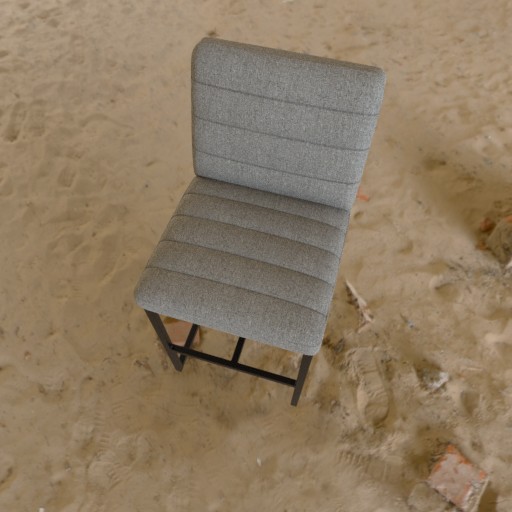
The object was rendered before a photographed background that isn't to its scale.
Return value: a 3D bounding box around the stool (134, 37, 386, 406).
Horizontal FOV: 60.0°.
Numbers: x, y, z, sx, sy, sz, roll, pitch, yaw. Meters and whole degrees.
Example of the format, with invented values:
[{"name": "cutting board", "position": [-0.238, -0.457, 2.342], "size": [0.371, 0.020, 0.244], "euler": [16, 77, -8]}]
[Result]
[{"name": "stool", "position": [0.000, 0.000, 1.262], "size": [0.460, 0.940, 0.560], "euler": [14, 59, 9]}]
